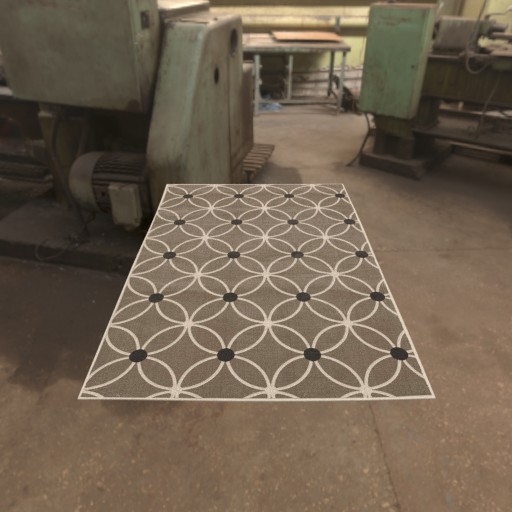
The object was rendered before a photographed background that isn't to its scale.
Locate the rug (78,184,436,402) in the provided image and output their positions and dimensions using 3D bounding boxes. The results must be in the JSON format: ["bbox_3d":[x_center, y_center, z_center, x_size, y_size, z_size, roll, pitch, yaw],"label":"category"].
[{"bbox_3d":[0.000,0.000,2.827,1.522,0.008,2.284,0,32,0],"label":"rug"}]
